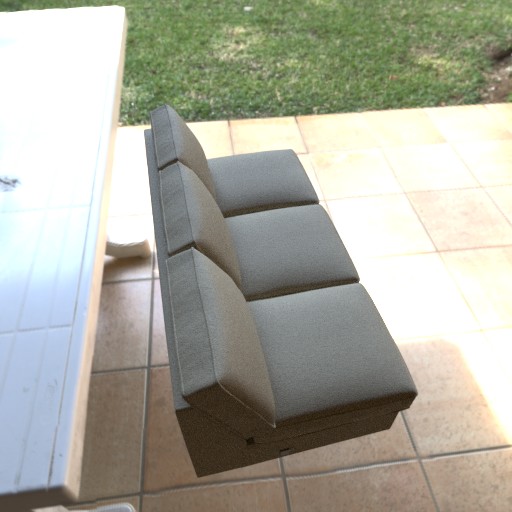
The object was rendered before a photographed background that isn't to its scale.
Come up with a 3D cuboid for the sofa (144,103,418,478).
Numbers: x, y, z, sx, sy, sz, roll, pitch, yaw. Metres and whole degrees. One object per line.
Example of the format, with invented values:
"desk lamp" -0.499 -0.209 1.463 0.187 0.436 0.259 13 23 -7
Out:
"sofa" 0.000 0.000 2.461 1.027 0.973 1.962 -10 47 -9
